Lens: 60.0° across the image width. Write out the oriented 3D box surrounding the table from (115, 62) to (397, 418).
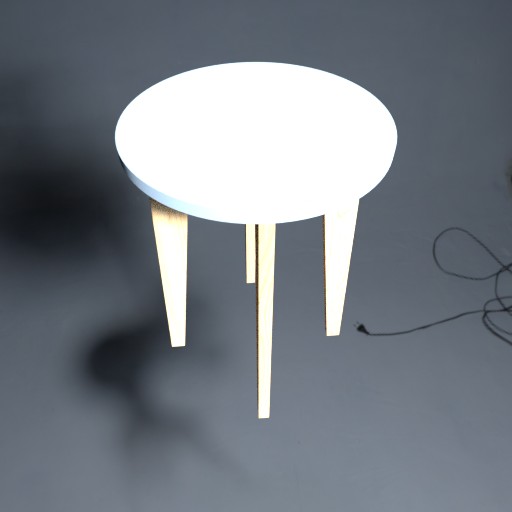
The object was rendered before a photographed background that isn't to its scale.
[{"bbox_3d":[0.000,0.000,0.744,0.350,0.500,0.350,0,47,0],"label":"table"}]
